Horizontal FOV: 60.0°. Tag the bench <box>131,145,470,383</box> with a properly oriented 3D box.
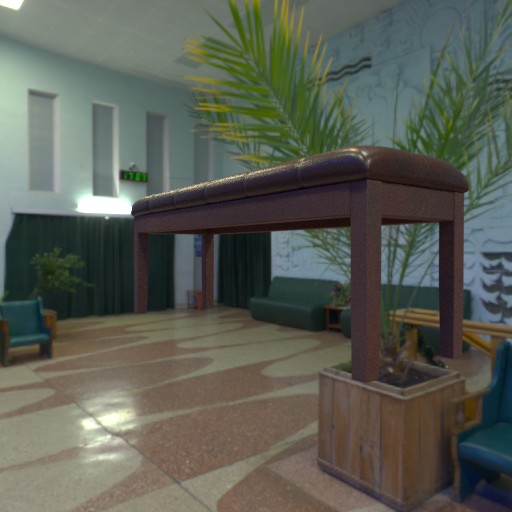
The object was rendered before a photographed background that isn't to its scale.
[{"bbox_3d":[0.000,0.000,1.479,0.401,0.491,1.259,-1,1,-37],"label":"bench"}]
